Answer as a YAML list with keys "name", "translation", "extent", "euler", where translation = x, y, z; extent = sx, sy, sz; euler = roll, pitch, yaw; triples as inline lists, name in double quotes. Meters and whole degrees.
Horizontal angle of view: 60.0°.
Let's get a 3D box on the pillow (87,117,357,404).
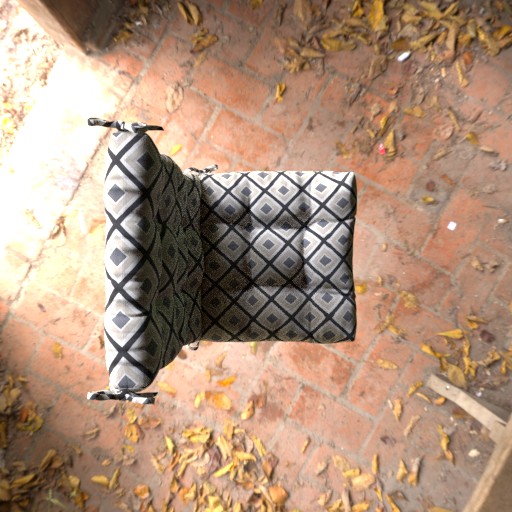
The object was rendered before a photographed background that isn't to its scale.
- name: "pillow"
  translation: [0.000, 0.000, 1.017]
  extent: [0.571, 0.605, 0.519]
  euler: [0, 90, 0]
